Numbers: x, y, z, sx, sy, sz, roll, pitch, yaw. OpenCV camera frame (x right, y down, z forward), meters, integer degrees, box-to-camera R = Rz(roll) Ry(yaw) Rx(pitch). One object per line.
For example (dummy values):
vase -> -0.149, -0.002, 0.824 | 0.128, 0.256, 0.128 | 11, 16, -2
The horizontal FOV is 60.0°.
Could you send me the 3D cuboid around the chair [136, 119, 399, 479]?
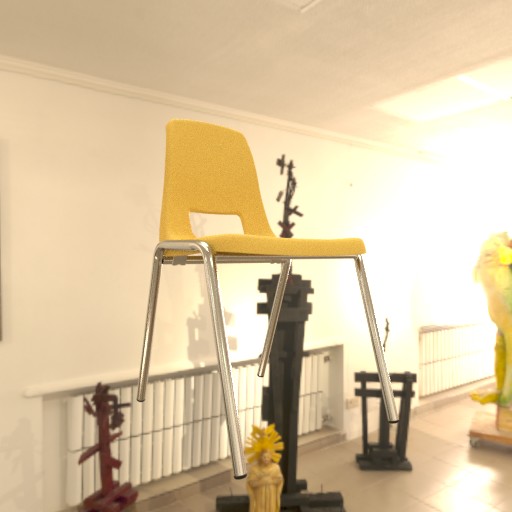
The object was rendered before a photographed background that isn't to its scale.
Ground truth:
chair -> 0.000, 0.000, 0.924 | 0.381, 0.653, 0.436 | 0, 0, -36
